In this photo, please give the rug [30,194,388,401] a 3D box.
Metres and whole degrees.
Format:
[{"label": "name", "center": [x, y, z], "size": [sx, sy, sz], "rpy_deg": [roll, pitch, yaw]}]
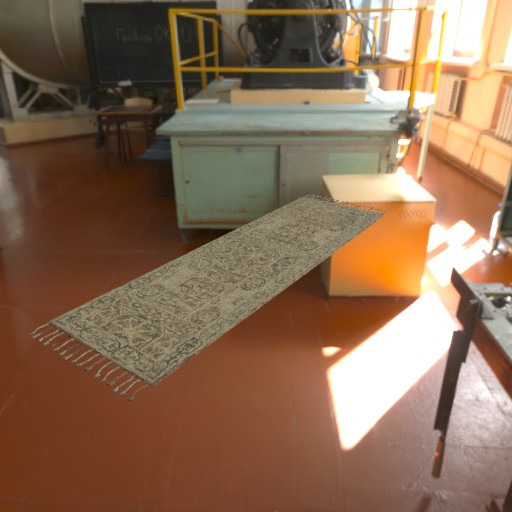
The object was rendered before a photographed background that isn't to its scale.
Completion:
[{"label": "rug", "center": [0.000, 0.000, 2.872], "size": [0.762, 0.011, 2.664], "rpy_deg": [18, 31, 32]}]
